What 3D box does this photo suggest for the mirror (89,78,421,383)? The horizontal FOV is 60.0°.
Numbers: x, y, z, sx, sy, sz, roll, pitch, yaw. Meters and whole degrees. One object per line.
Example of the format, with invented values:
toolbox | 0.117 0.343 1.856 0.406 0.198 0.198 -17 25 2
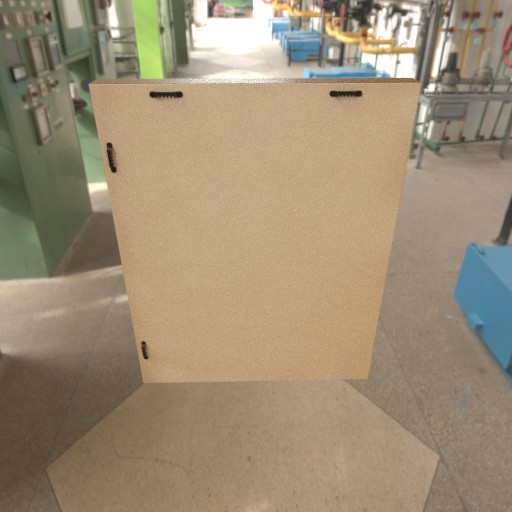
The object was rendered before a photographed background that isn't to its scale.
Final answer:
mirror | 0.000 0.000 0.682 0.405 0.508 0.041 -1 31 -1
